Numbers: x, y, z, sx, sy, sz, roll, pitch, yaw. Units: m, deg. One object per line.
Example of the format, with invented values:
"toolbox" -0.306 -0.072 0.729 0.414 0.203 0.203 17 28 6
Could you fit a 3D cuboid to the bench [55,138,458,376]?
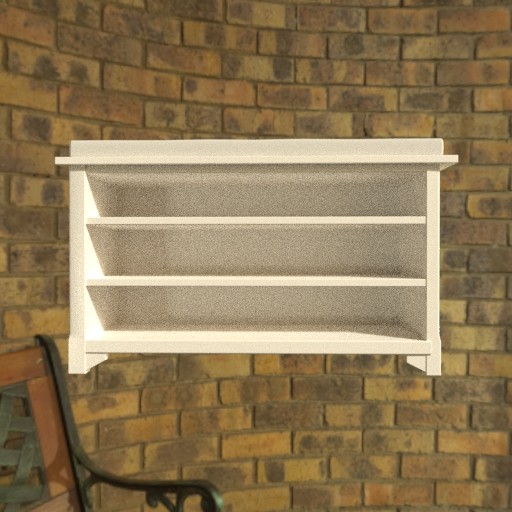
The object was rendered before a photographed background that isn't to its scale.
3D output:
"bench" 0.000 0.000 1.259 0.987 0.589 0.346 0 0 1
